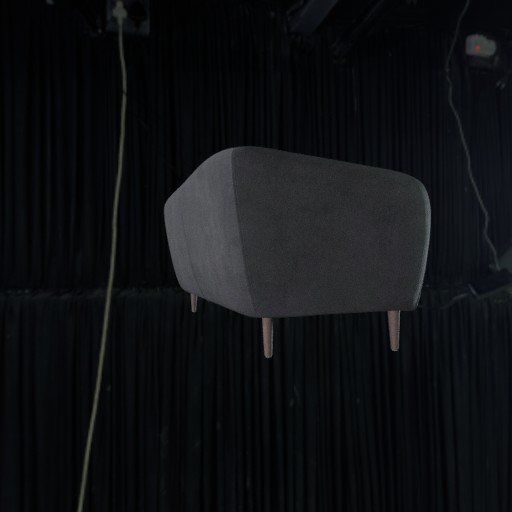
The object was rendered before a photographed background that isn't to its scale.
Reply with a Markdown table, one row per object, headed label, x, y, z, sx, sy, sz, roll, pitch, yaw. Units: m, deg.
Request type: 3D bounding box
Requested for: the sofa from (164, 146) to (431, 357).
| label | x | y | z | sx | sy | sz | roll | pitch | yaw |
| --- | --- | --- | --- | --- | --- | --- | --- | --- | --- |
| sofa | 0.000 | 0.000 | 2.779 | 0.956 | 0.875 | 2.296 | 0 | -1 | -18 |
